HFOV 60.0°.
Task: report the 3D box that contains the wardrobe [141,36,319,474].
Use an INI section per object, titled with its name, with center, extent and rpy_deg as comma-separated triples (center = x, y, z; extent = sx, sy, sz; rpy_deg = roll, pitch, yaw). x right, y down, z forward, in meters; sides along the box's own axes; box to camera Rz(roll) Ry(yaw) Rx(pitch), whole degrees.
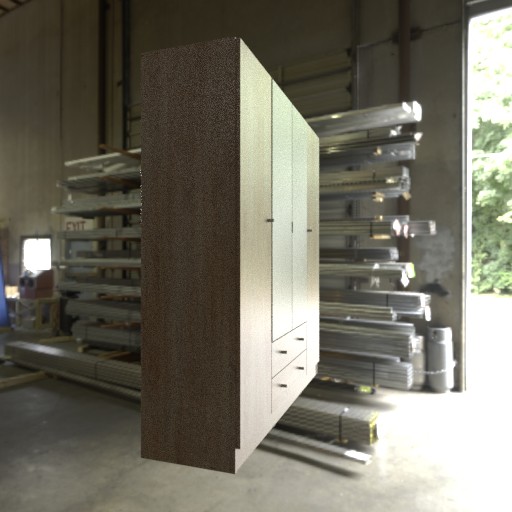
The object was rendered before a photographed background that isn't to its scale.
[wardrobe]
center = 0.000, 0.000, 3.205
extent = 0.598, 2.159, 1.998
rpy_deg = 0, 0, 19
